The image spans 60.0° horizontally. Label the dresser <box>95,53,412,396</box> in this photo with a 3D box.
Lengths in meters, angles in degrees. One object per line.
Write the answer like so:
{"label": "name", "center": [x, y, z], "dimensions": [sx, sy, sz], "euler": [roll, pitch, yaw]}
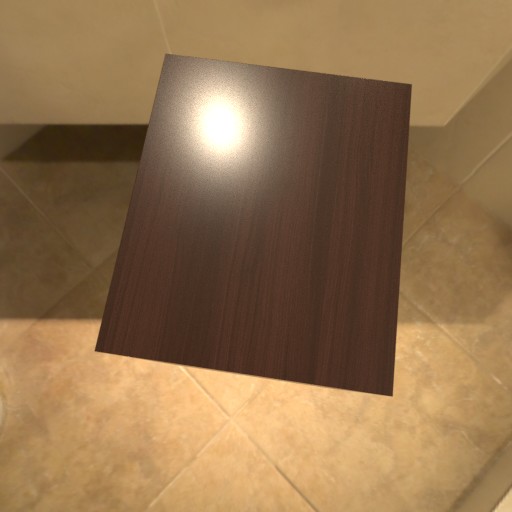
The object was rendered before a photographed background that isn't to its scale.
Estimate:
{"label": "dresser", "center": [0.000, 0.000, 0.769], "dimensions": [0.360, 0.470, 0.400], "euler": [8, 75, 2]}
